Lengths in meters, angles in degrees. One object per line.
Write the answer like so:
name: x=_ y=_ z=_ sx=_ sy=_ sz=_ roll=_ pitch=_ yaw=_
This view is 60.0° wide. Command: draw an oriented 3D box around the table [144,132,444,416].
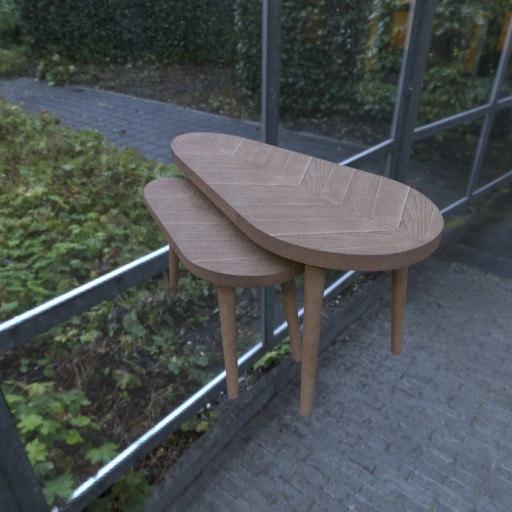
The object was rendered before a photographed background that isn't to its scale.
table: x=0.000 y=0.000 z=1.607 sx=0.701 sy=0.595 sz=1.190 roll=-21 pitch=37 yaw=-31
